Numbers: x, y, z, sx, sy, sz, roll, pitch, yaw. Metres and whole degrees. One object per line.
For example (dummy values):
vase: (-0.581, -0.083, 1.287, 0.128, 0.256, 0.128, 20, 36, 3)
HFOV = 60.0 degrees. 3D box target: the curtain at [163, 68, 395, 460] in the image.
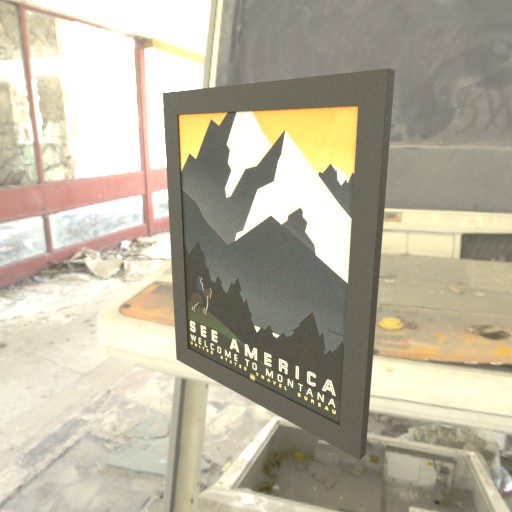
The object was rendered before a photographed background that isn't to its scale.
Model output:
curtain: (0.000, 0.000, 0.804, 0.483, 0.585, 0.027, 14, 21, 41)
